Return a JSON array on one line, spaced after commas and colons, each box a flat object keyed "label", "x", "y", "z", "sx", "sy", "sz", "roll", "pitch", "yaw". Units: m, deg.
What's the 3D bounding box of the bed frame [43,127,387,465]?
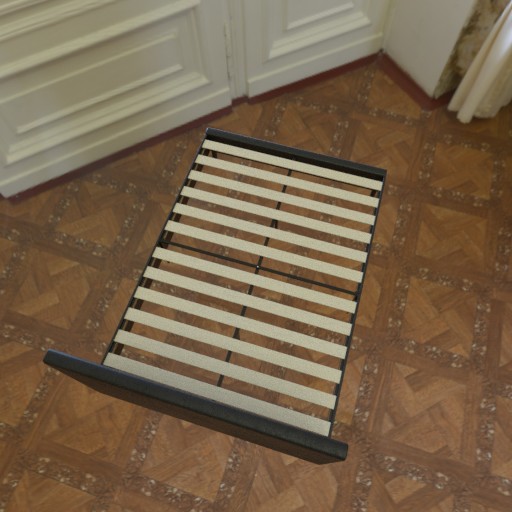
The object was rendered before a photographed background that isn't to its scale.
[{"label": "bed frame", "x": 0.000, "y": 0.000, "z": 2.923, "sx": 1.469, "sy": 1.046, "sz": 2.152, "roll": 15, "pitch": 65, "yaw": 7}]
